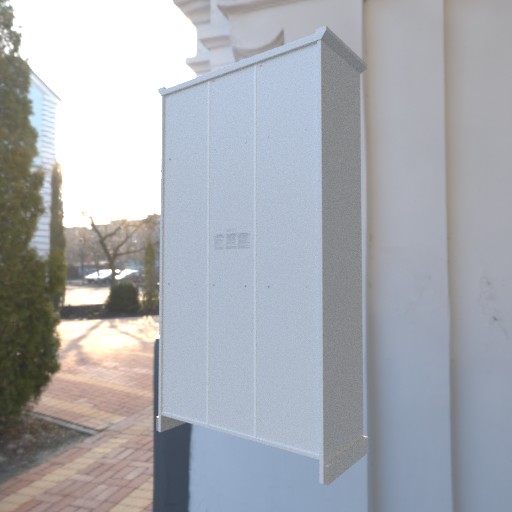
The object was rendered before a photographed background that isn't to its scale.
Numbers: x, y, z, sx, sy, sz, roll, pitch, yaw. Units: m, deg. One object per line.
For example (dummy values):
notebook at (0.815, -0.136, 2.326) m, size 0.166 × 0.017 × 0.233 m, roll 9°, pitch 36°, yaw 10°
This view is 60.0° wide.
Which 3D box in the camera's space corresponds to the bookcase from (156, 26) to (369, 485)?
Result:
bookcase at (0.000, 0.000, 2.291) m, size 1.050 × 1.880 × 0.432 m, roll -2°, pitch -3°, yaw 37°
